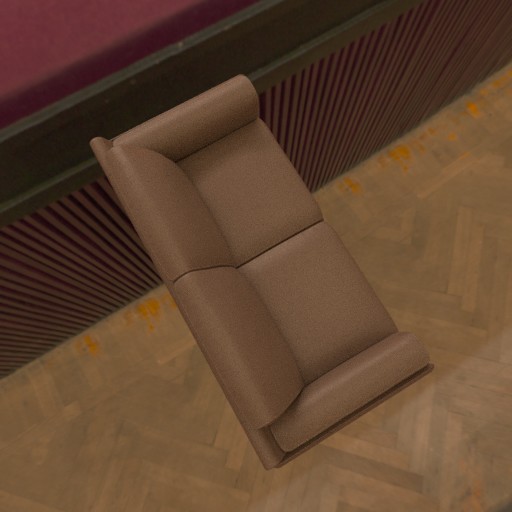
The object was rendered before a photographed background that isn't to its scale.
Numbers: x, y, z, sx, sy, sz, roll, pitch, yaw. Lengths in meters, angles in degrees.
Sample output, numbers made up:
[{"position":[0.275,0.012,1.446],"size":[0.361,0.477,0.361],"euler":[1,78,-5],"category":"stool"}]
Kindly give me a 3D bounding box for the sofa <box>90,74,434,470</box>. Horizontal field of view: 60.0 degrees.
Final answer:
[{"position":[0.000,0.000,2.638],"size":[1.049,0.930,2.101],"euler":[-29,78,-7],"category":"sofa"}]
